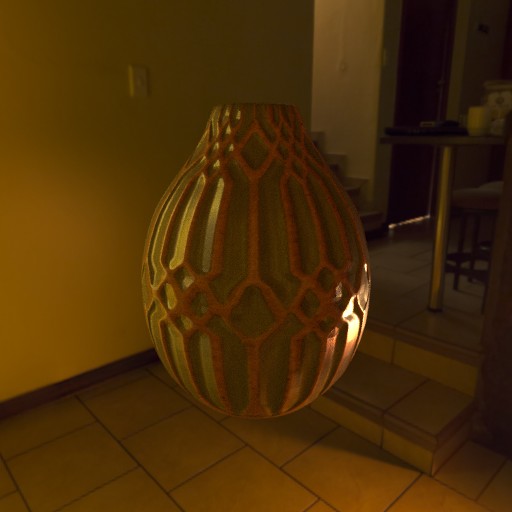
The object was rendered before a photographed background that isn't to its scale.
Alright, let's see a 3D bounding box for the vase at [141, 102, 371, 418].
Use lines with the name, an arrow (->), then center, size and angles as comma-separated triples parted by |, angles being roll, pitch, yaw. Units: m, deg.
vase -> 0.000, 0.000, 0.136 | 0.069, 0.088, 0.069 | 0, 15, 0
